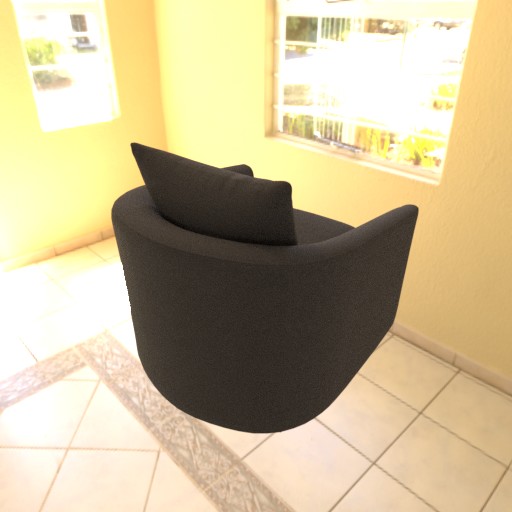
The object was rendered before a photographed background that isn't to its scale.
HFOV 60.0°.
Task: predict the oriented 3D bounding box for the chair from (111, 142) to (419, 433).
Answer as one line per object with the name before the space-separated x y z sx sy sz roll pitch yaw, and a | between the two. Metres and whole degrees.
chair | 0.000 0.000 1.595 0.845 0.848 0.910 20 36 31
